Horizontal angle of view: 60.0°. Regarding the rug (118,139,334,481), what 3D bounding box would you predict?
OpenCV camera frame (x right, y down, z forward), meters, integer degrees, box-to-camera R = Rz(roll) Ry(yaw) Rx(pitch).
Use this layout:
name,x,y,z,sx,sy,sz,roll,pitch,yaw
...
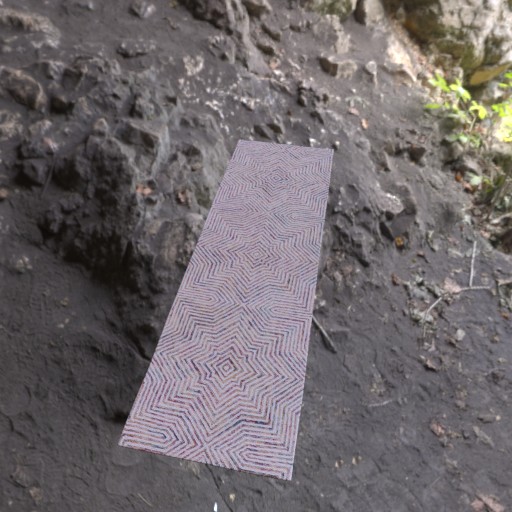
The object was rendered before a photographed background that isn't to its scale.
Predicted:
name,x,y,z,sx,sy,sz,roll,pitch,yaw
rug,0.000,0.000,2.697,0.771,0.009,2.443,8,48,7
